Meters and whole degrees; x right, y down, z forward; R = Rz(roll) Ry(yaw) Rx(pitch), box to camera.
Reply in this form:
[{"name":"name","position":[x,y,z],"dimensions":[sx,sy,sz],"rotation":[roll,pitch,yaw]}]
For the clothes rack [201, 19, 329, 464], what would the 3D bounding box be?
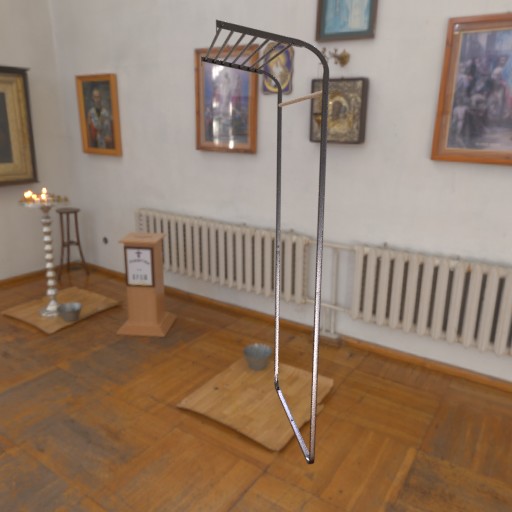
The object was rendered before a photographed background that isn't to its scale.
[{"name":"clothes rack","position":[0.000,0.000,1.786],"dimensions":[0.349,1.574,0.609],"rotation":[-3,15,-11]}]
